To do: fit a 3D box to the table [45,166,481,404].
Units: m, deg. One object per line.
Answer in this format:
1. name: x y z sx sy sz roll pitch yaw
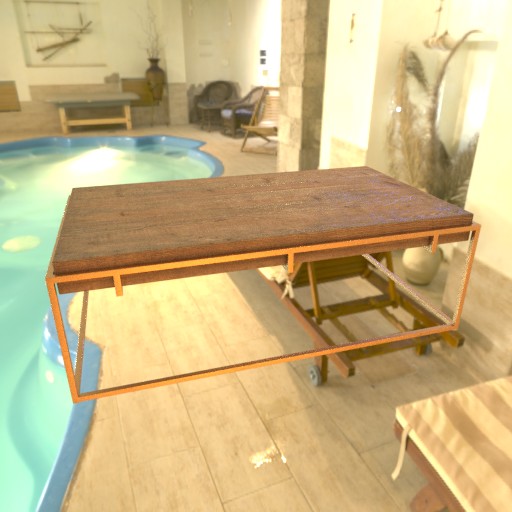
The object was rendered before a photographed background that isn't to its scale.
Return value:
1. table: 0.000 0.000 1.761 1.387 0.468 0.775 -7 26 -15
